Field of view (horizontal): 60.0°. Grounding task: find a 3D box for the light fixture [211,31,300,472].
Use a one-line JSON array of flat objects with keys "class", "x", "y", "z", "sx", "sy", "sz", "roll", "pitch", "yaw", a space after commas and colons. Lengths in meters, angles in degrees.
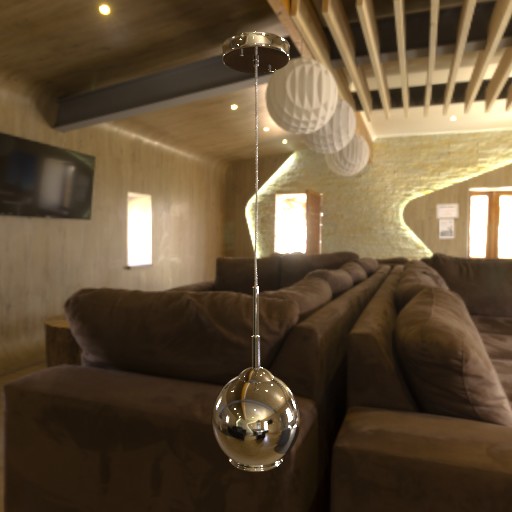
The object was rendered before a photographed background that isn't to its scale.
[{"class": "light fixture", "x": 0.000, "y": 0.000, "z": 1.660, "sx": 0.336, "sy": 1.538, "sz": 0.336, "roll": 1, "pitch": 2, "yaw": 35}]
